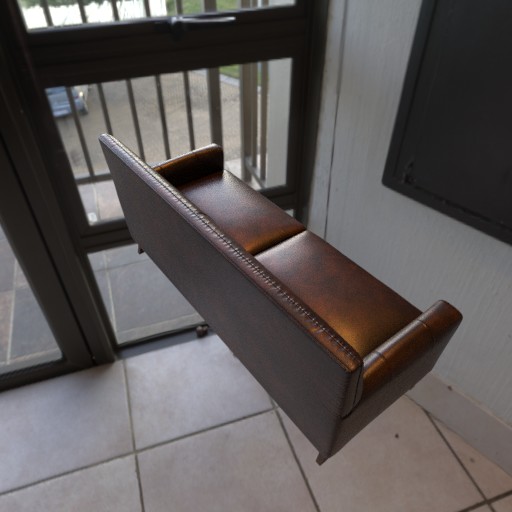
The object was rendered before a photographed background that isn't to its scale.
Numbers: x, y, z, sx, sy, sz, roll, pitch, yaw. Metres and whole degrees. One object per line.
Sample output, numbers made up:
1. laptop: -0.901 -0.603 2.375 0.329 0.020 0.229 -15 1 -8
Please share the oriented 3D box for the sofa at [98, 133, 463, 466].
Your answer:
1. sofa: 0.000 0.000 2.414 0.786 0.871 1.995 -27 48 -27
